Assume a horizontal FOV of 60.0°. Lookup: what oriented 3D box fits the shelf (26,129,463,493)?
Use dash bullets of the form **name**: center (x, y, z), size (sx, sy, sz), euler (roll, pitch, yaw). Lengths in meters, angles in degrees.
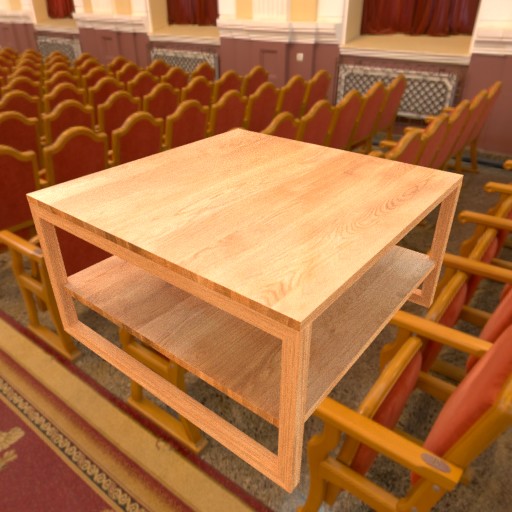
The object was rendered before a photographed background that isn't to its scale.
- **shelf**: center (0.000, 0.000, 1.401), size (0.899, 0.480, 0.899), euler (22, 37, 32)
